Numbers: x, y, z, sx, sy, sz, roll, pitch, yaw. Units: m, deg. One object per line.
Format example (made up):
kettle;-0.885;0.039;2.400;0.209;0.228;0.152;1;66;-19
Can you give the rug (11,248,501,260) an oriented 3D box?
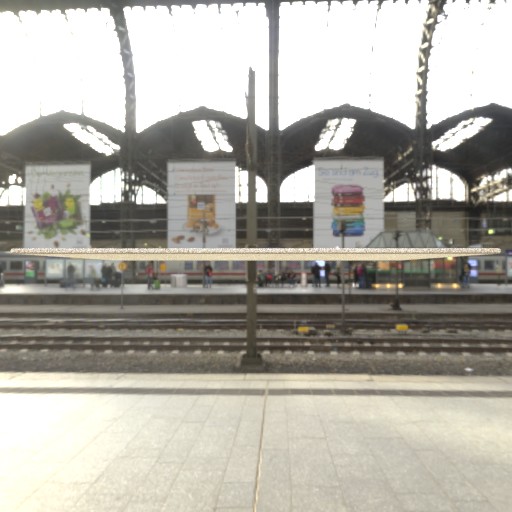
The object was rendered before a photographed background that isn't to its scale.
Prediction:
rug;0.000;0.000;3.349;2.743;0.030;1.778;0;-2;1
